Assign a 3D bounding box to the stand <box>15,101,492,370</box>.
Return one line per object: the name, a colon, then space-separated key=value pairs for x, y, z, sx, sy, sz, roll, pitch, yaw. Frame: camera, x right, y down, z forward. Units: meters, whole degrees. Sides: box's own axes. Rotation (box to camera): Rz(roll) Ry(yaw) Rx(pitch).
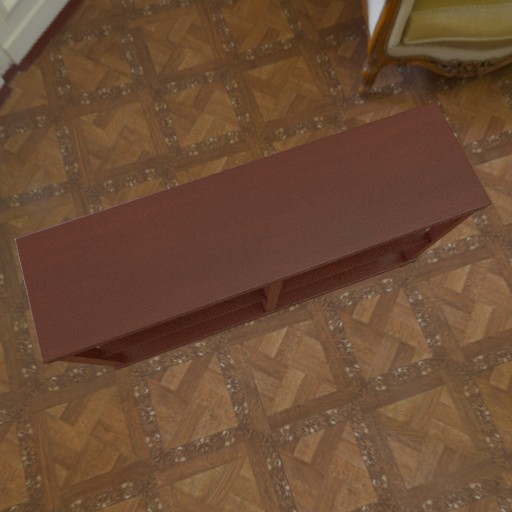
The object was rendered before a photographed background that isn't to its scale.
stand: x=0.000 y=0.000 z=1.681 sx=1.372 sy=0.762 sz=0.381 roll=-19 pitch=75 yaw=-5
